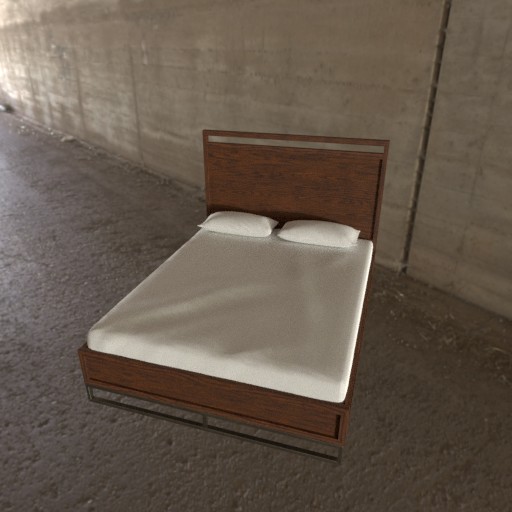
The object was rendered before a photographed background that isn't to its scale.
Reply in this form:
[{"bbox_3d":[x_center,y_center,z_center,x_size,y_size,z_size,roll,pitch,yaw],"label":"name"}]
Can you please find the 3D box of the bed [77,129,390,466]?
[{"bbox_3d":[0.000,0.000,3.488,1.765,1.487,2.218,8,27,16],"label":"bed"}]
